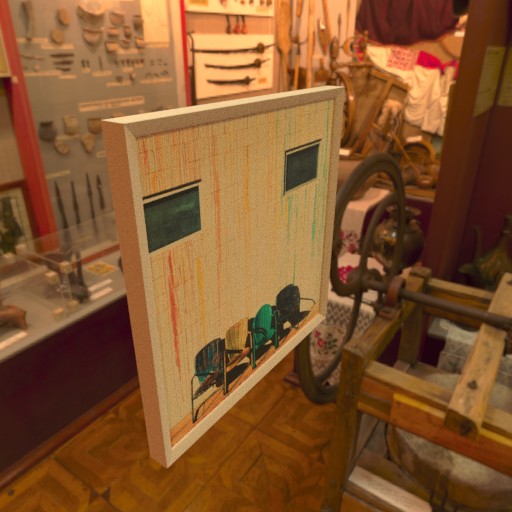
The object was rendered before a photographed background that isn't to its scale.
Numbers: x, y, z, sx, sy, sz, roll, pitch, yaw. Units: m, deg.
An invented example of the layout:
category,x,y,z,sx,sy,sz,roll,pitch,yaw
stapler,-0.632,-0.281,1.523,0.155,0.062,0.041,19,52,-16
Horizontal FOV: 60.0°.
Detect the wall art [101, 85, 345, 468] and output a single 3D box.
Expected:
category,x,y,z,sx,sy,sz,roll,pitch,yaw
wall art,0.000,0.000,0.755,0.037,0.508,0.508,18,31,32
